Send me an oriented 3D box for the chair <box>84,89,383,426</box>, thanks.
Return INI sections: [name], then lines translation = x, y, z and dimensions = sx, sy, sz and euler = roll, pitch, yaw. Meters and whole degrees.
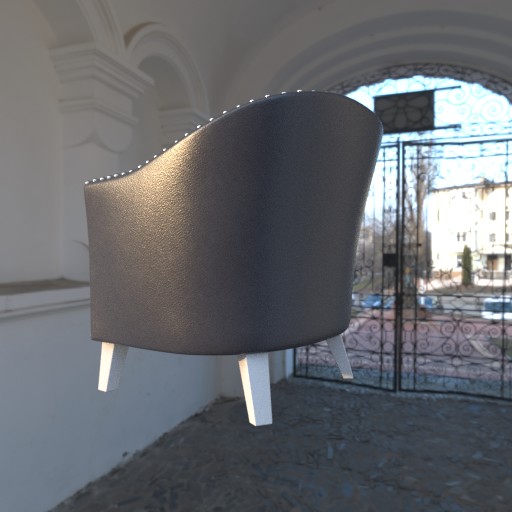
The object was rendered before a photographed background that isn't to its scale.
[chair]
translation = 0.000, 0.000, 1.413
dimensions = 0.748, 0.823, 0.794
euler = 0, 0, 36
